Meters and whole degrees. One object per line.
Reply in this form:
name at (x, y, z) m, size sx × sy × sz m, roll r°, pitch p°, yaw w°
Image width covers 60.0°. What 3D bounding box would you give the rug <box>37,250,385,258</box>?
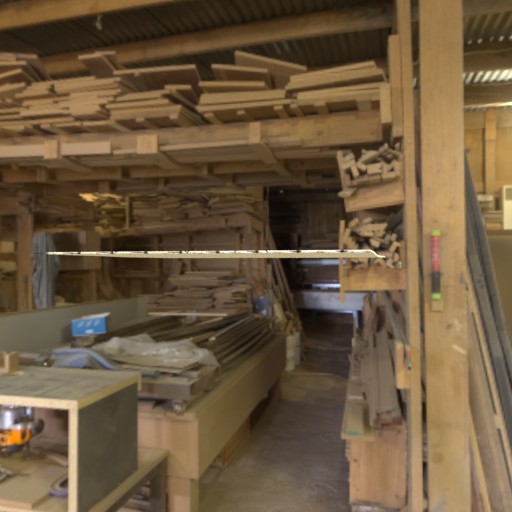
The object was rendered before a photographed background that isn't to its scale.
rug at (0.000, 0.000, 4.315) m, size 2.342 × 0.026 × 3.221 m, roll 0°, pitch -1°, yaw 18°
